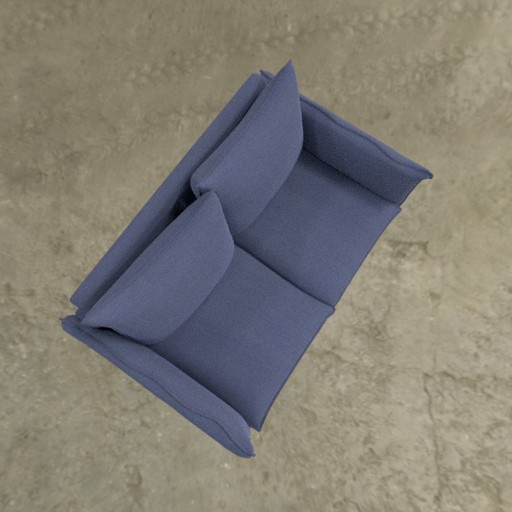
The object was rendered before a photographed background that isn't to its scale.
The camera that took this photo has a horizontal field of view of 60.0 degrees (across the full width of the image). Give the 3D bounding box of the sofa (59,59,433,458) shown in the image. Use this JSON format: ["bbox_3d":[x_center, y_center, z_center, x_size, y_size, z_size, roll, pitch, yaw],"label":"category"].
[{"bbox_3d":[0.000,0.000,1.813,0.820,0.840,1.300,34,77,9],"label":"sofa"}]
